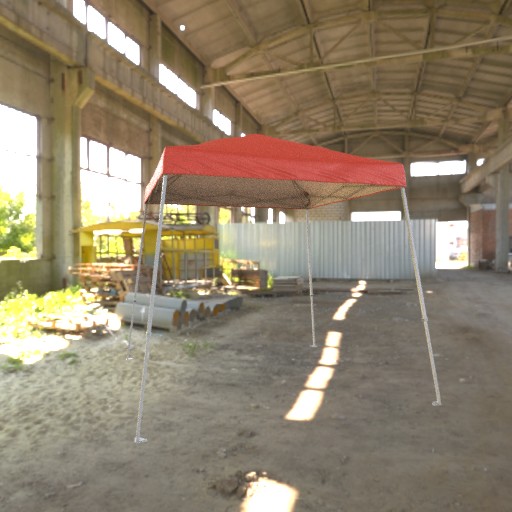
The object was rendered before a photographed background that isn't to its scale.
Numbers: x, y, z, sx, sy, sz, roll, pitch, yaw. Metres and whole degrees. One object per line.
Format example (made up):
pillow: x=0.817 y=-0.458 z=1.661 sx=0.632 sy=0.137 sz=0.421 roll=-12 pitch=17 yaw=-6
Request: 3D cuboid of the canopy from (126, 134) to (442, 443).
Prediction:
canopy: x=0.000 y=0.000 z=5.180 sx=2.850 sy=2.850 sz=2.849 roll=0 pitch=0 yaw=-18
